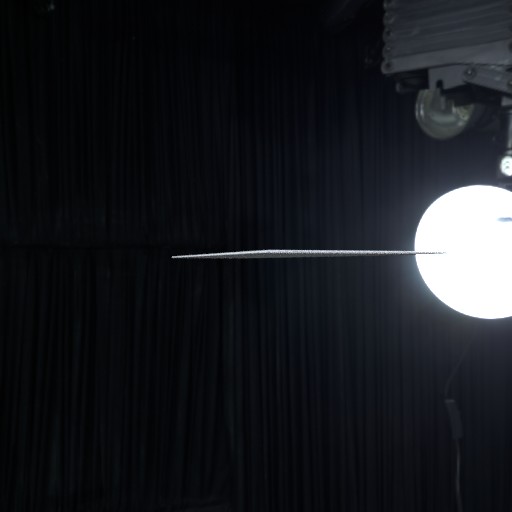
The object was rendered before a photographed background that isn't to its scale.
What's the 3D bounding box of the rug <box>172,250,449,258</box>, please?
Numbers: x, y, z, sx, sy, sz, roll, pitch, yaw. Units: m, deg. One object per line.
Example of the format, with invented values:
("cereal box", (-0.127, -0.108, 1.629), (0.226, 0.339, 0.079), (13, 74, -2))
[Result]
("rug", (0.000, 0.000, 2.513), (0.666, 0.011, 2.294), (0, -1, -18))
